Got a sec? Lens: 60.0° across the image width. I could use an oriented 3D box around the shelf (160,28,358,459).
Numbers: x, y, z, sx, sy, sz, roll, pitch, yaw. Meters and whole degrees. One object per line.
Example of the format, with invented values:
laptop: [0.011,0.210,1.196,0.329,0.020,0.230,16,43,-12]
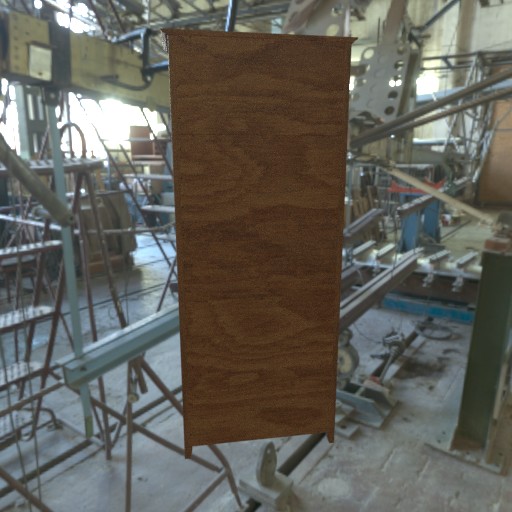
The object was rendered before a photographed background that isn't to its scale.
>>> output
shelf: [0.000,0.000,2.145,0.805,1.905,0.335,-2,13,-9]
